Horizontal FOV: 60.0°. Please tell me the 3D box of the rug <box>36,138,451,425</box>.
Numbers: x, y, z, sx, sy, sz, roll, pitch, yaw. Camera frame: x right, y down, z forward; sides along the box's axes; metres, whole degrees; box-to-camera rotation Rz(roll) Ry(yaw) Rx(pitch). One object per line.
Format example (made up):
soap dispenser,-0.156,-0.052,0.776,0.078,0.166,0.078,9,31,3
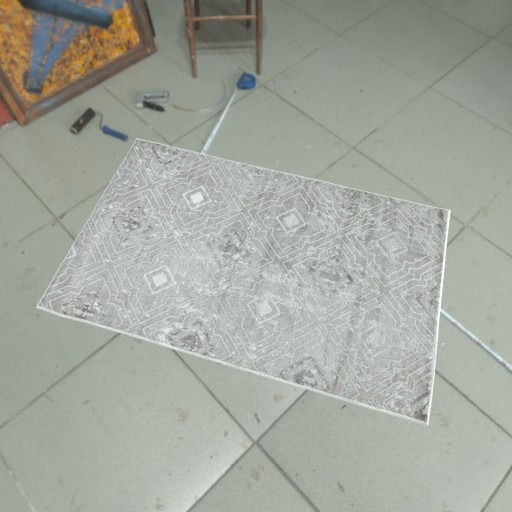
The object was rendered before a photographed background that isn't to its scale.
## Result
rug,0.000,0.000,2.983,2.447,0.036,1.537,15,61,8
